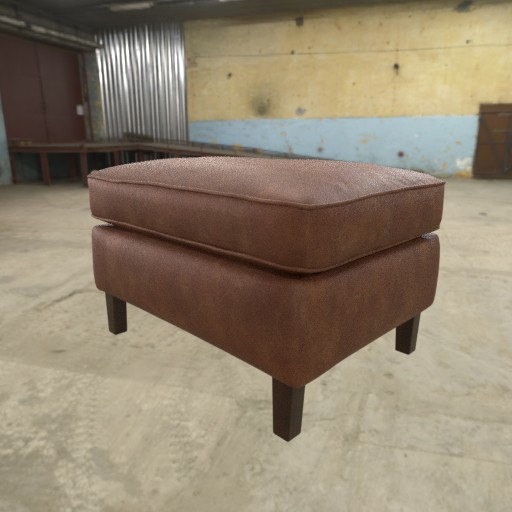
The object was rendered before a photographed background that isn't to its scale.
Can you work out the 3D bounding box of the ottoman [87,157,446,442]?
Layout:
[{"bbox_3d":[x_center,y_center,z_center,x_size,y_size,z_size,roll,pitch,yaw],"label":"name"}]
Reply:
[{"bbox_3d":[0.000,0.000,0.991,0.665,0.418,0.501,15,21,43],"label":"ottoman"}]
